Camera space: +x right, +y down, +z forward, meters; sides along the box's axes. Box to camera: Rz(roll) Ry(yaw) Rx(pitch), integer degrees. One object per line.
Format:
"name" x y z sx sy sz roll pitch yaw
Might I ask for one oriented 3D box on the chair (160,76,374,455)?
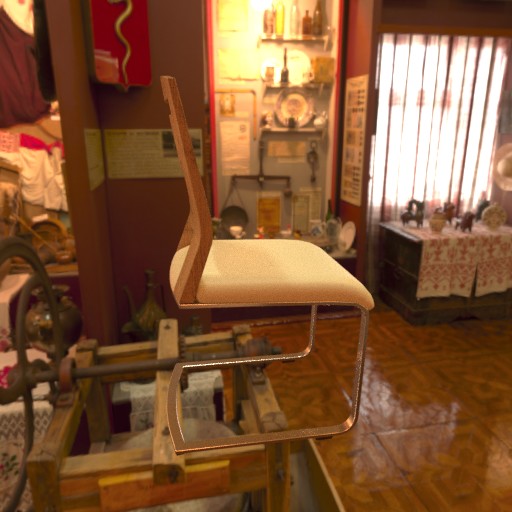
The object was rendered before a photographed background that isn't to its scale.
"chair" 0.000 0.000 1.287 0.561 0.955 0.457 -3 17 -9
